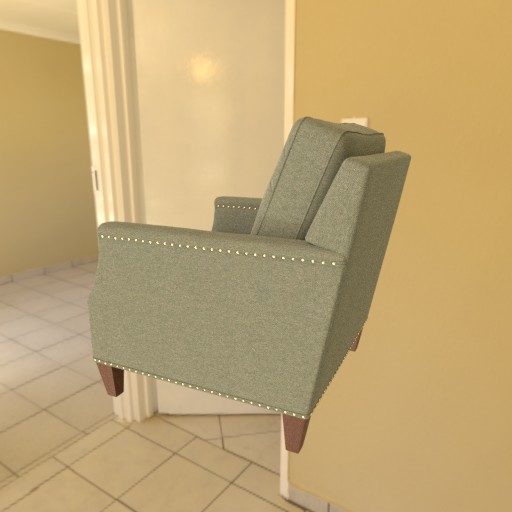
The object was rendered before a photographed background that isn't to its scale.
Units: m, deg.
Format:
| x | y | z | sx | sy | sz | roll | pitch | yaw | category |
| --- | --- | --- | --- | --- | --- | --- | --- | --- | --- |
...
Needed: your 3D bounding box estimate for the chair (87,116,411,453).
| x | y | z | sx | sy | sz | roll | pitch | yaw | category |
| --- | --- | --- | --- | --- | --- | --- | --- | --- | --- |
| 0.000 | 0.000 | 1.778 | 1.031 | 1.031 | 0.885 | 7 | 16 | 24 | chair |
